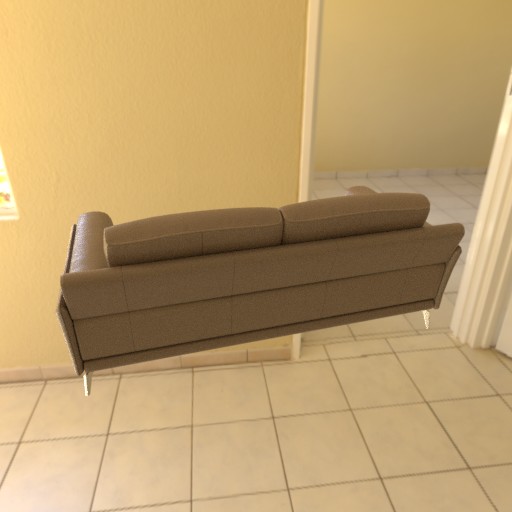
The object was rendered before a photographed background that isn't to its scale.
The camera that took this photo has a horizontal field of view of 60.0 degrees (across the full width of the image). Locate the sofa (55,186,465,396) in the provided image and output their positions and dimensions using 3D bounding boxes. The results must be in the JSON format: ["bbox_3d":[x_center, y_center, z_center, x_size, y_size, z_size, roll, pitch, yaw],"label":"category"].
[{"bbox_3d":[0.000,0.000,2.640,2.101,0.930,1.049,-8,28,-15],"label":"sofa"}]
